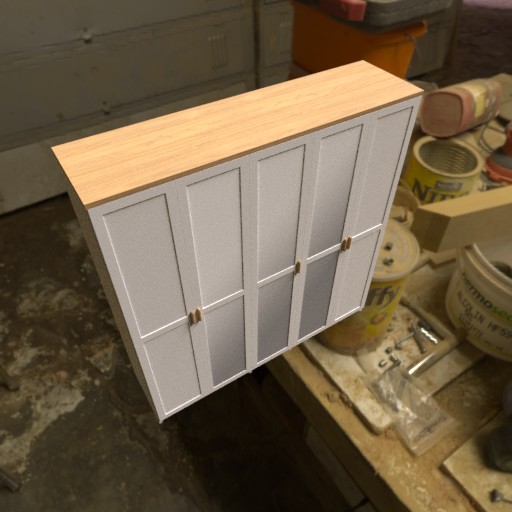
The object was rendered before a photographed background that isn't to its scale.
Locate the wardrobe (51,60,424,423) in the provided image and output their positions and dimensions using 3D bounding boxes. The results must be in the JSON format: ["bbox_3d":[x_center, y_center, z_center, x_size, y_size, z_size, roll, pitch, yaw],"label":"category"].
[{"bbox_3d":[0.000,0.000,3.346,2.160,2.260,0.590,-24,50,-22],"label":"wardrobe"}]
